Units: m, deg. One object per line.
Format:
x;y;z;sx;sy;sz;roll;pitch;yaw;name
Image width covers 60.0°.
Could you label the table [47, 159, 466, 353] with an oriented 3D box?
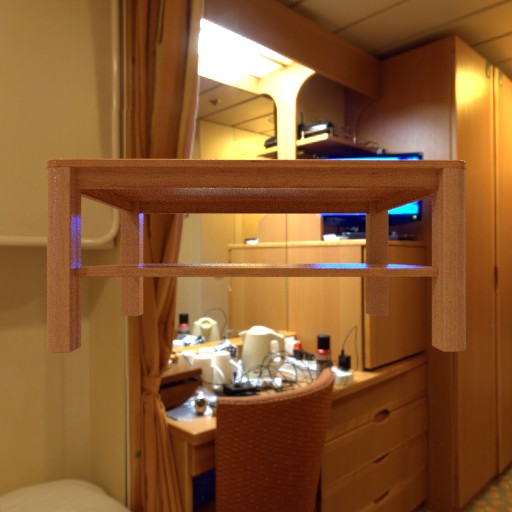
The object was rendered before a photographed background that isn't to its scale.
0.000;0.000;1.367;0.997;0.445;0.696;0;0;-1;table
